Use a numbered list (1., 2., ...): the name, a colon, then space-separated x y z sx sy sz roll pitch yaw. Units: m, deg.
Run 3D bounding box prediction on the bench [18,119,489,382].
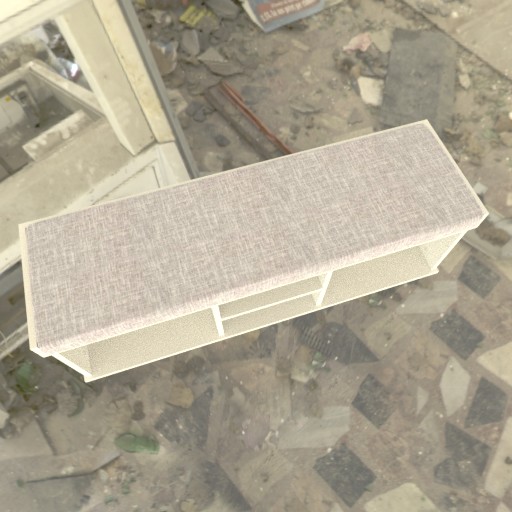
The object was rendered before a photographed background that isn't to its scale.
1. bench: 0.000 0.000 1.354 1.196 0.453 0.363 -16 64 -8
